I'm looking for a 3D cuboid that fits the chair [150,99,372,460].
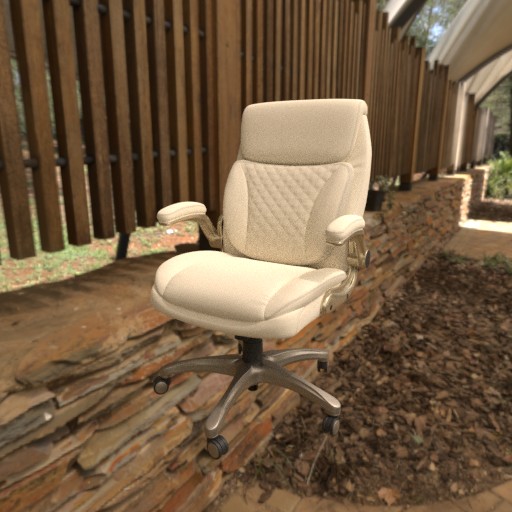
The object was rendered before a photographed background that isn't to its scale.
[{"bbox_3d":[0.000,0.000,1.594,0.740,1.110,0.794,7,16,26],"label":"chair"}]
